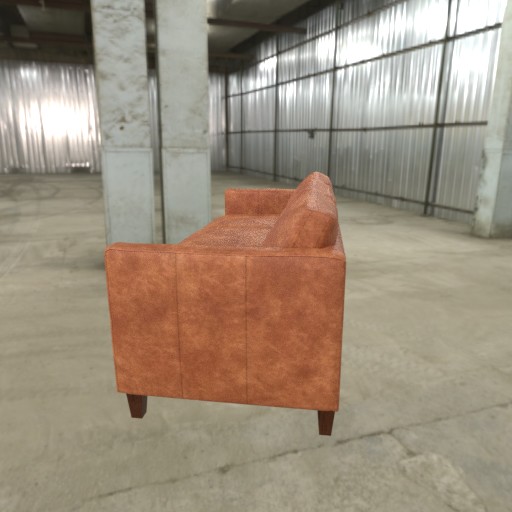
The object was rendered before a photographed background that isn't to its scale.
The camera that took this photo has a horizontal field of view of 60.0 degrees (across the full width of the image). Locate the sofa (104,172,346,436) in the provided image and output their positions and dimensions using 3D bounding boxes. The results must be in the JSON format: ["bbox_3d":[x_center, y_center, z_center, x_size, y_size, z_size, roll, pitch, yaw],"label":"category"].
[{"bbox_3d":[0.000,0.000,2.970,1.045,1.006,2.464,2,14,8],"label":"sofa"}]
